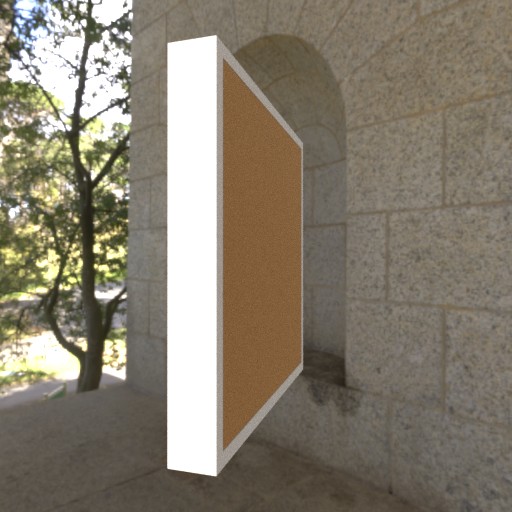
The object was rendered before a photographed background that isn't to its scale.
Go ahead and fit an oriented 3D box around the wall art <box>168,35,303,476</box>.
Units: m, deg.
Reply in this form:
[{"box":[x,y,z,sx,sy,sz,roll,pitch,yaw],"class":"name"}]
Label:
[{"box":[0.000,0.000,0.457,0.038,0.305,0.305,0,0,17],"class":"wall art"}]
